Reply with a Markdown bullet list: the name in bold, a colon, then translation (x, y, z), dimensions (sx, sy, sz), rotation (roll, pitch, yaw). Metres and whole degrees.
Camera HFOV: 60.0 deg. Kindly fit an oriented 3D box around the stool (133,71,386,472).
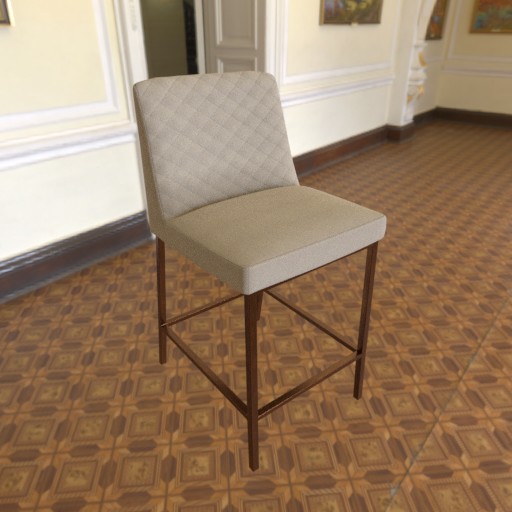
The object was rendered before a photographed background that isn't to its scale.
- **stool**: translation (0.000, 0.000, 1.320), dimensions (0.507, 0.973, 0.576), rotation (-20, 33, -33)
